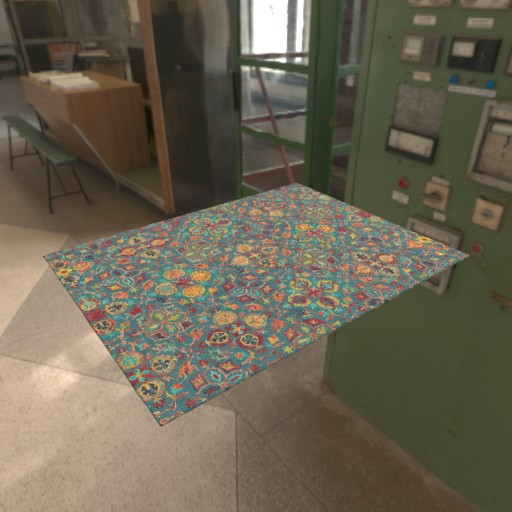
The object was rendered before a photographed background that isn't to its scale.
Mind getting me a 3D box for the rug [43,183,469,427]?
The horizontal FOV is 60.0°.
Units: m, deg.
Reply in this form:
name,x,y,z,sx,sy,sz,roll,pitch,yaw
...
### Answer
name,x,y,z,sx,sy,sz,roll,pitch,yaw
rug,0.000,0.000,4.174,3.204,0.025,2.434,-21,36,-32
